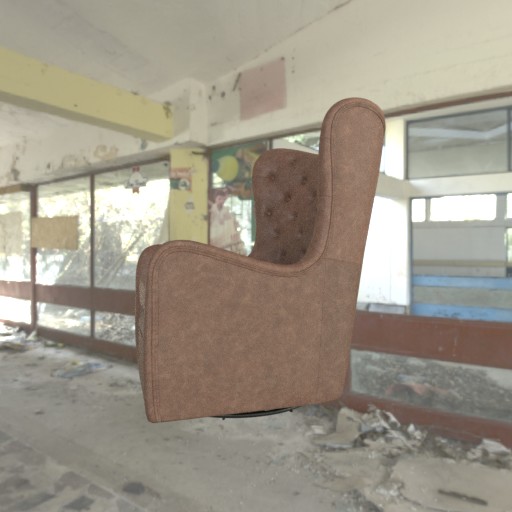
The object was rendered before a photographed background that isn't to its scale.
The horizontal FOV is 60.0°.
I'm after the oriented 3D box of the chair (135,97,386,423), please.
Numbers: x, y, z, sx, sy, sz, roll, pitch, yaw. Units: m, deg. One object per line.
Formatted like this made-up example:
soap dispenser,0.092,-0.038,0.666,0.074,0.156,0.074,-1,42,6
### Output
chair,0.000,0.000,1.805,0.930,1.079,0.831,0,0,-17
